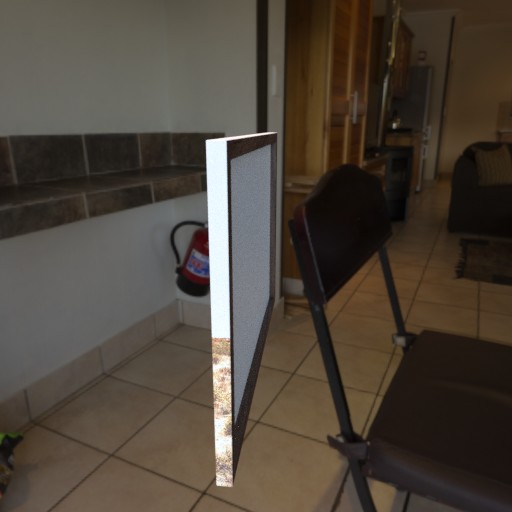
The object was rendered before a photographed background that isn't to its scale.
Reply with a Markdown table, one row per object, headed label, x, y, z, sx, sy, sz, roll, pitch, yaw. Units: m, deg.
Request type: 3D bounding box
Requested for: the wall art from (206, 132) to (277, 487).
| label | x | y | z | sx | sy | sz | roll | pitch | yaw |
| --- | --- | --- | --- | --- | --- | --- | --- | --- | --- |
| wall art | 0.000 | 0.000 | 1.925 | 0.051 | 1.016 | 1.520 | 2 | 16 | 7 |
